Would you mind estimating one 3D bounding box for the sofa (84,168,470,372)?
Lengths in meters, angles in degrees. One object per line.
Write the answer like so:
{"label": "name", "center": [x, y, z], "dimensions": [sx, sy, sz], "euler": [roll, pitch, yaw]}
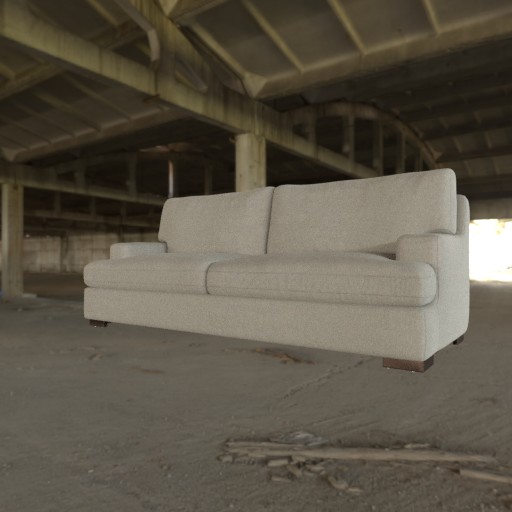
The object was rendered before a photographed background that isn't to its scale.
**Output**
{"label": "sofa", "center": [0.000, 0.000, 2.821], "dimensions": [2.354, 0.980, 0.962], "euler": [0, 0, 35]}
